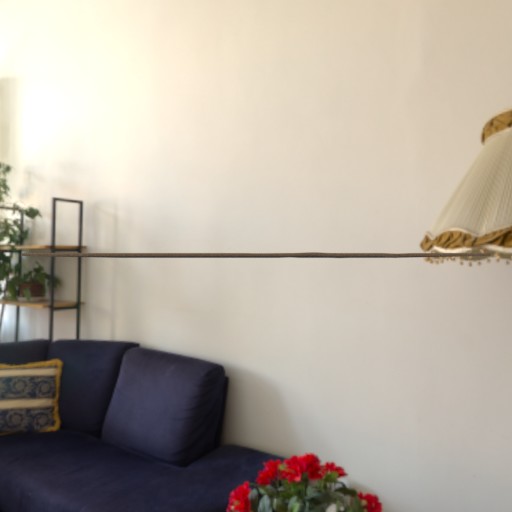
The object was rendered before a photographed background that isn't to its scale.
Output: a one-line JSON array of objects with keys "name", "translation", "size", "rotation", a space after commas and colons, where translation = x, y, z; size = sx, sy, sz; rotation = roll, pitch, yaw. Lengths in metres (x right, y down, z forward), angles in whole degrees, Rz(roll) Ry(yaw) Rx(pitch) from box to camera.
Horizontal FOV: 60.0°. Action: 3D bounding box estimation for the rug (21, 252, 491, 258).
[{"name": "rug", "translation": [0.000, 0.000, 2.917], "size": [2.290, 0.021, 1.540], "rotation": [0, -1, 0]}]
